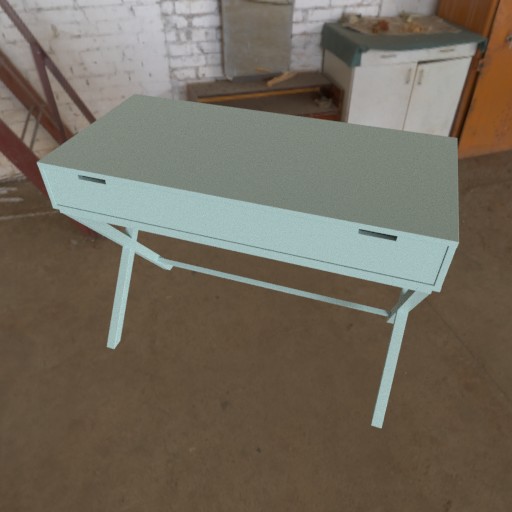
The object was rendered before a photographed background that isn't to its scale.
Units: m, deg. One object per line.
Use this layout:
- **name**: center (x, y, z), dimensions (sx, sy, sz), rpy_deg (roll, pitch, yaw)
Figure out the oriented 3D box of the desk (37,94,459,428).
- **desk**: center (0.000, 0.000, 1.483), dimensions (1.059, 0.780, 0.509), rpy_deg (13, 42, 14)
